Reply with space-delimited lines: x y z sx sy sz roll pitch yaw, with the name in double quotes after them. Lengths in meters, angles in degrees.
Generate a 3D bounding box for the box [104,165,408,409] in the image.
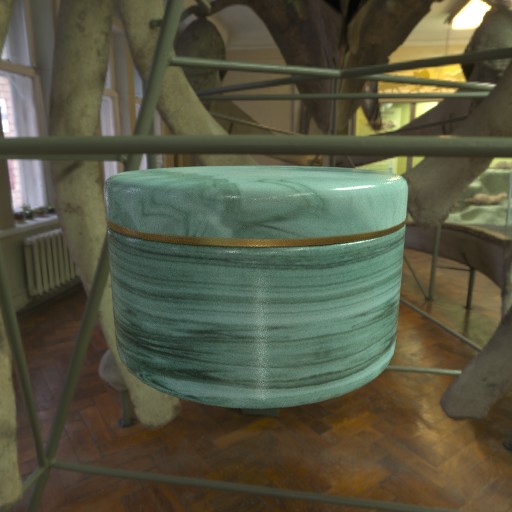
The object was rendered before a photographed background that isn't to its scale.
0.000 0.000 0.161 0.101 0.063 0.101 0 14 0 "box"
